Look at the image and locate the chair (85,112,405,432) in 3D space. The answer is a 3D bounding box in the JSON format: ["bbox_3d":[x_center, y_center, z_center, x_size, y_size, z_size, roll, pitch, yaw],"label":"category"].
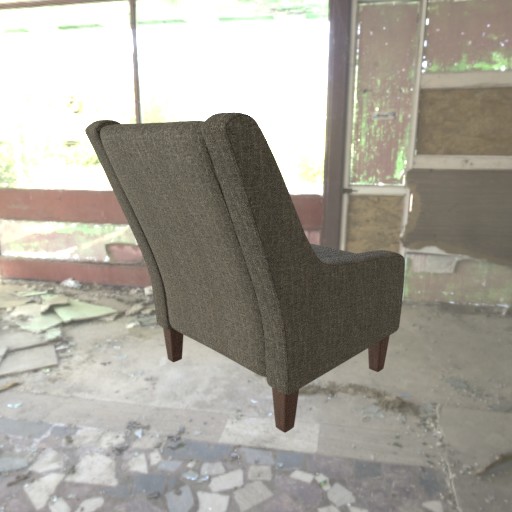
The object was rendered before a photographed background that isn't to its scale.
[{"bbox_3d":[0.000,0.000,1.727,0.944,1.012,0.793,-14,20,-42],"label":"chair"}]
